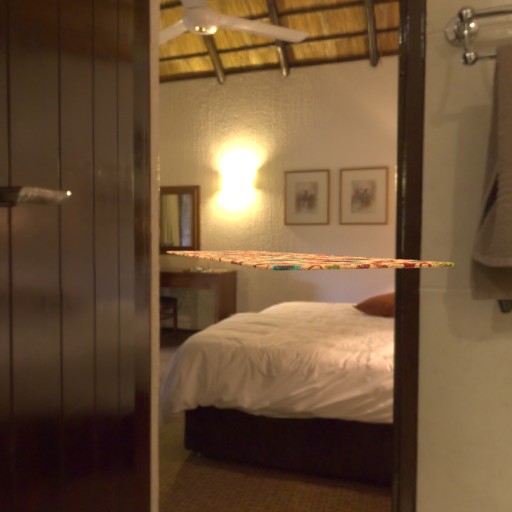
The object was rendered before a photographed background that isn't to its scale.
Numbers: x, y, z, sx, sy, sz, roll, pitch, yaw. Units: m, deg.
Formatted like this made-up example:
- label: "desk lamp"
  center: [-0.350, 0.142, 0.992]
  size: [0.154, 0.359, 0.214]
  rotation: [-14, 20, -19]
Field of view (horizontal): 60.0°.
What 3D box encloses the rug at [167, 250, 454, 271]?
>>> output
- label: "rug"
  center: [0.000, 0.000, 2.489]
  size: [0.693, 0.016, 2.273]
  rotation: [-1, 2, -19]
